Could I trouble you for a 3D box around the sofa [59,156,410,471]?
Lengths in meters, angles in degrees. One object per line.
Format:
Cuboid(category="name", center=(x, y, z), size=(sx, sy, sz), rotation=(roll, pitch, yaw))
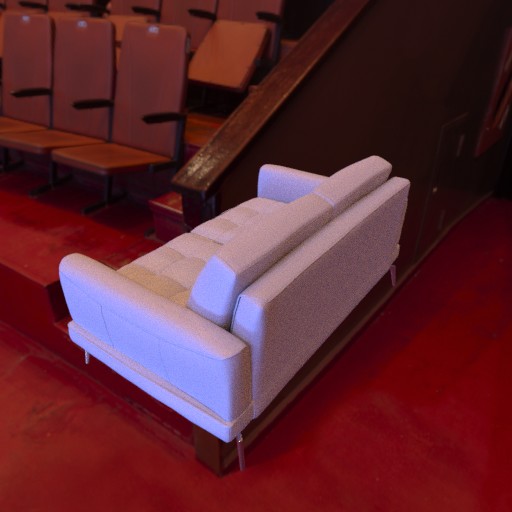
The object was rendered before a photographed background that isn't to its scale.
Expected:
Cuboid(category="sofa", center=(0.000, 0.000, 2.480), size=(1.121, 0.930, 1.819), rotation=(20, 36, 31))
